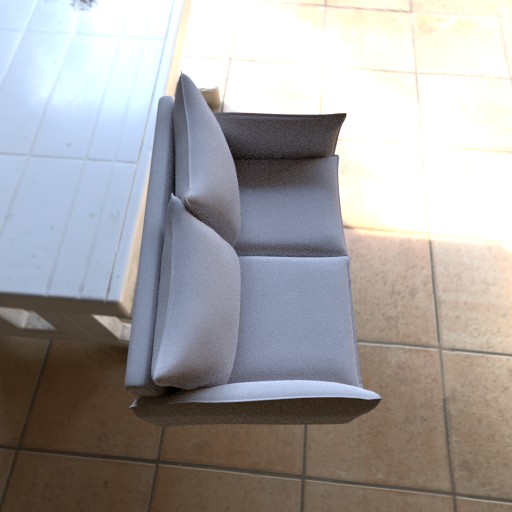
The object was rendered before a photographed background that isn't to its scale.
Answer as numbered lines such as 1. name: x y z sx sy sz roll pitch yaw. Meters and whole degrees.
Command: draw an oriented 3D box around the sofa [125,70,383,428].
1. sofa: 0.000 0.000 1.841 0.820 0.840 1.300 0 64 0
